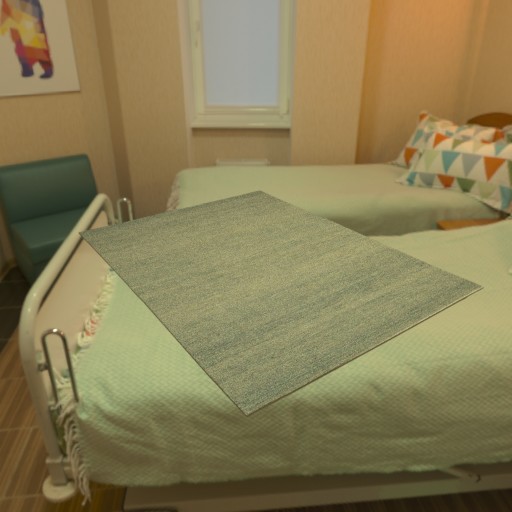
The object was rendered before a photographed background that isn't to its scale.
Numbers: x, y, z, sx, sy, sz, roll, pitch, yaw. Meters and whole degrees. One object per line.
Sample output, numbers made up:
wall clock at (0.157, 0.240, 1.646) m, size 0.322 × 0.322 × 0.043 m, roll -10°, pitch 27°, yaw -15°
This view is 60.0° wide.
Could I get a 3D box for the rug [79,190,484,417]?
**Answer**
rug at (0.000, 0.000, 4.295) m, size 2.461 × 0.046 × 3.237 m, roll -18°, pitch 31°, yaw -31°
